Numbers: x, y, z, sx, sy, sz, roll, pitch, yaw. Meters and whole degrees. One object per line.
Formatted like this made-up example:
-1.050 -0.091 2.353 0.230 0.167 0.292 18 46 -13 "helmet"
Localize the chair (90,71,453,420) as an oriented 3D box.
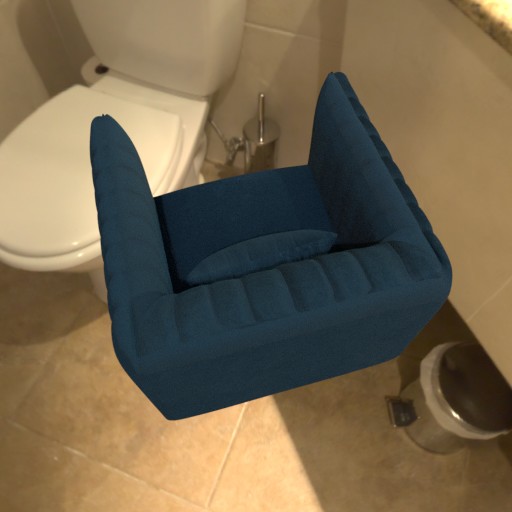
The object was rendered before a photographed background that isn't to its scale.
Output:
0.000 0.000 1.585 0.947 0.793 0.877 -13 60 -8 "chair"
